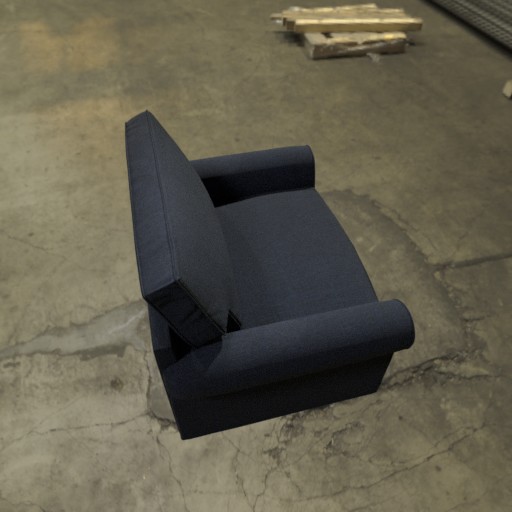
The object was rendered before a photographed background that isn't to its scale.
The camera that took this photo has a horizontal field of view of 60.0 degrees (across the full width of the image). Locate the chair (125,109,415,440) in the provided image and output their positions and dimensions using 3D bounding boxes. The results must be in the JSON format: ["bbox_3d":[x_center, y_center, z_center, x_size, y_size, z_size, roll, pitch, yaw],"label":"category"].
[{"bbox_3d":[0.000,0.000,2.032,0.963,1.044,1.285,-11,48,-10],"label":"chair"}]
